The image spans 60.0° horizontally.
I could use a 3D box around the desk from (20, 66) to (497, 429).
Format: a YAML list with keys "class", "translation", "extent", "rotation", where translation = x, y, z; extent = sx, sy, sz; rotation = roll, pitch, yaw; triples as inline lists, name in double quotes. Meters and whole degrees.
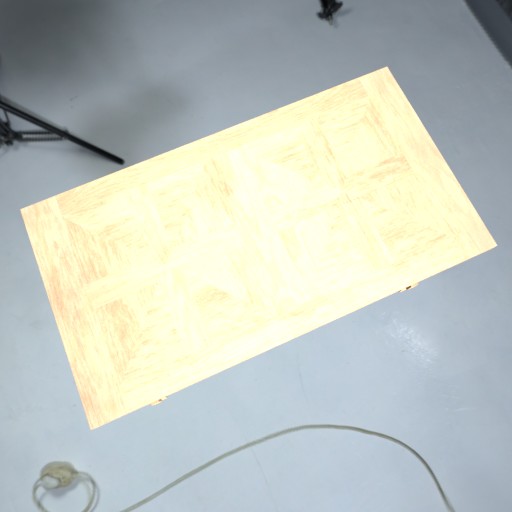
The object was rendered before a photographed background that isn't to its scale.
- class: "desk"
  translation: [0.000, 0.000, 1.944]
  extent: [1.499, 0.762, 0.813]
  rotation: [-23, 76, -6]
